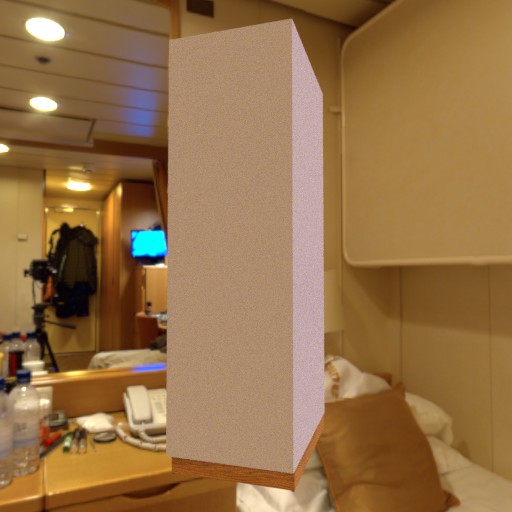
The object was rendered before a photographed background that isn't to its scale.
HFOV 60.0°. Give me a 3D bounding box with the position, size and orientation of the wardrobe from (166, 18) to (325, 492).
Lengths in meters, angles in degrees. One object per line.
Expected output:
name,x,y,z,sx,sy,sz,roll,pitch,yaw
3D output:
wardrobe,0.000,0.000,2.400,0.600,2.040,0.860,-1,-2,17
